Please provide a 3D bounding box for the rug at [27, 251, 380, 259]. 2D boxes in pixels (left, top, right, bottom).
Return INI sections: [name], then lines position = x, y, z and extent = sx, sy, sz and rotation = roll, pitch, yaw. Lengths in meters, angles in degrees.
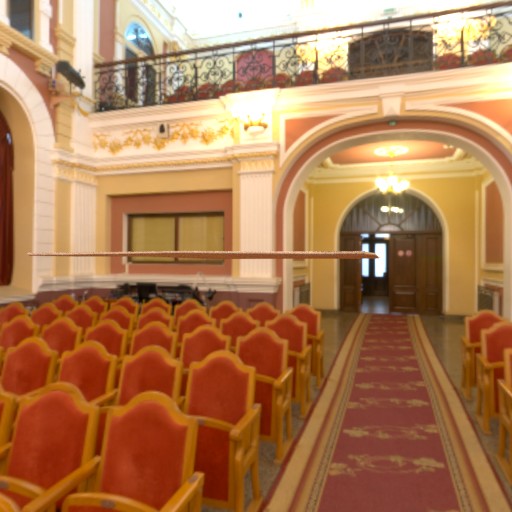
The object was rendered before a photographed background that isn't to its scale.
[rug]
position = 0.000, 0.000, 3.005
extent = 1.574, 0.029, 2.346
rotation = 0, -1, 17
